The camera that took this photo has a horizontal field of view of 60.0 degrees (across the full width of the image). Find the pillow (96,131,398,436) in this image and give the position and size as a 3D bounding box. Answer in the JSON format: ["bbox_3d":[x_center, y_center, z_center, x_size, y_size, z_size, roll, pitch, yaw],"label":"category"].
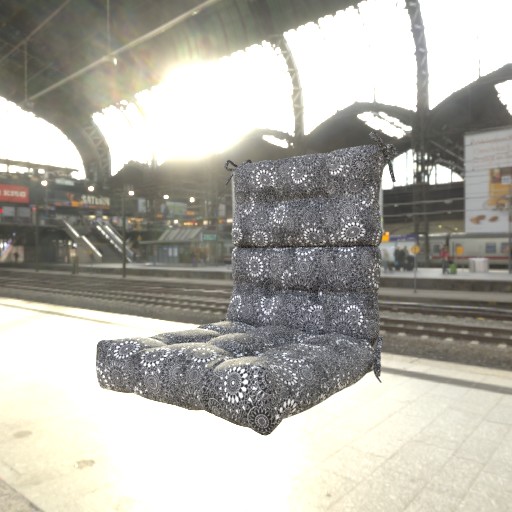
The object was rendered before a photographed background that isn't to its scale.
[{"bbox_3d":[0.000,0.000,1.043,0.519,0.605,0.571,0,0,37],"label":"pillow"}]
